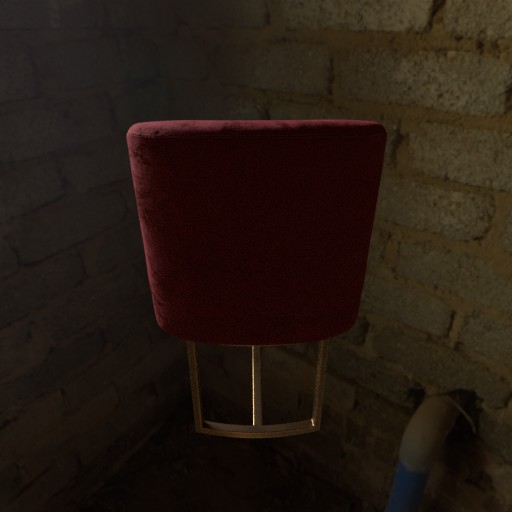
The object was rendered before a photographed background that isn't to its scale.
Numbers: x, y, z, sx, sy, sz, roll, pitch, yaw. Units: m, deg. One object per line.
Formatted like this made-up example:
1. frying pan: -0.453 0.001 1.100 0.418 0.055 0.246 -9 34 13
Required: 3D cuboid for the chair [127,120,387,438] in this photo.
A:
1. chair: 0.000 0.000 1.195 0.530 0.824 0.560 0 30 -1
